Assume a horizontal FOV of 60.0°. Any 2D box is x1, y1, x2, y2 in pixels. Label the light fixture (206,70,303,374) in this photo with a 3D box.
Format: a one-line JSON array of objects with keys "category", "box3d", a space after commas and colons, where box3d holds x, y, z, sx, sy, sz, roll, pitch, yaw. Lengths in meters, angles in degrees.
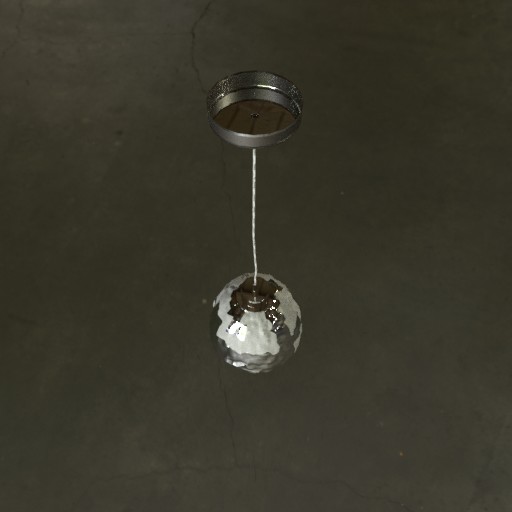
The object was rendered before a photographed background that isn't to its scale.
[{"category": "light fixture", "box3d": [0.000, 0.000, 1.786, 0.500, 1.511, 0.496, 1, 58, 0]}]
